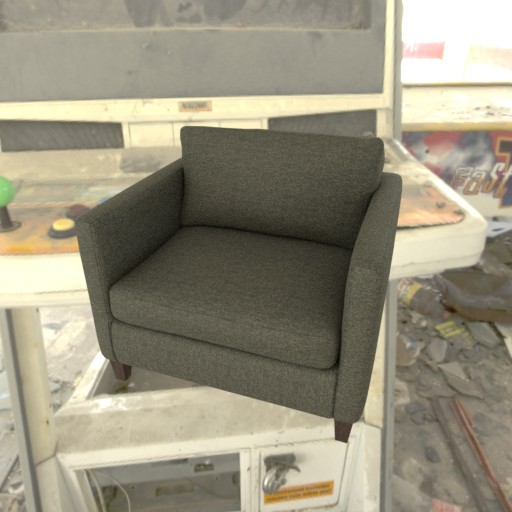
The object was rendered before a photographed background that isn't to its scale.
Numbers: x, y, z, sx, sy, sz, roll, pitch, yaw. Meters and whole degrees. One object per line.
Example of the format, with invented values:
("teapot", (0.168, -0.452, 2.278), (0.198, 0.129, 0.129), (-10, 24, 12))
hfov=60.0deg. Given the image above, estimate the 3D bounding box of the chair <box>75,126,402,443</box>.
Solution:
("chair", (0.000, 0.000, 1.903), (1.107, 0.963, 0.959), (10, 30, 17))
